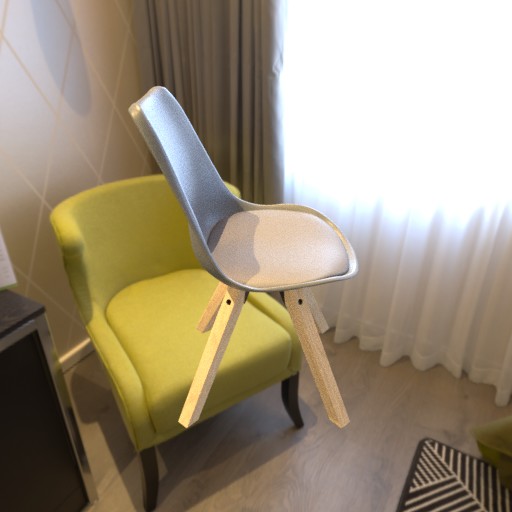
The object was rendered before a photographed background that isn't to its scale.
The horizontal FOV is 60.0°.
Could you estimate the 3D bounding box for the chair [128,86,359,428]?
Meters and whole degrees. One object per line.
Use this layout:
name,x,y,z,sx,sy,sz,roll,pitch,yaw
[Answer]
chair,0.000,0.000,1.222,0.550,0.850,0.485,0,30,0
